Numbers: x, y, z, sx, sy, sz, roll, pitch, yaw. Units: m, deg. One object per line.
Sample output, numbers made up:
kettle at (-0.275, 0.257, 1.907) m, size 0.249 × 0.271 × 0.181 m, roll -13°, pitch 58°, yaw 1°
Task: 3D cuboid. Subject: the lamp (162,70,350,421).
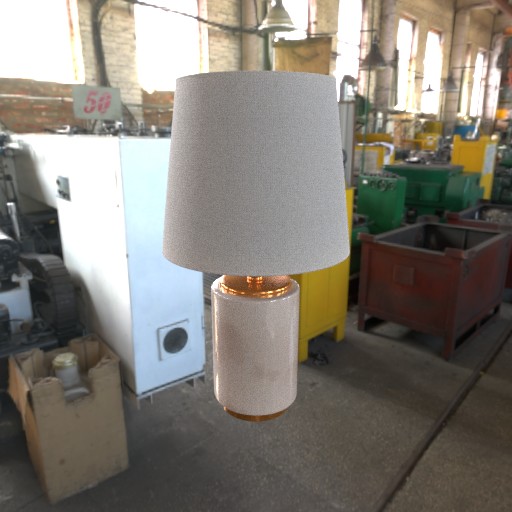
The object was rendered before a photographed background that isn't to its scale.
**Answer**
lamp at (0.000, 0.000, 0.460) m, size 0.189 × 0.340 × 0.189 m, roll 0°, pitch 16°, yaw 0°
